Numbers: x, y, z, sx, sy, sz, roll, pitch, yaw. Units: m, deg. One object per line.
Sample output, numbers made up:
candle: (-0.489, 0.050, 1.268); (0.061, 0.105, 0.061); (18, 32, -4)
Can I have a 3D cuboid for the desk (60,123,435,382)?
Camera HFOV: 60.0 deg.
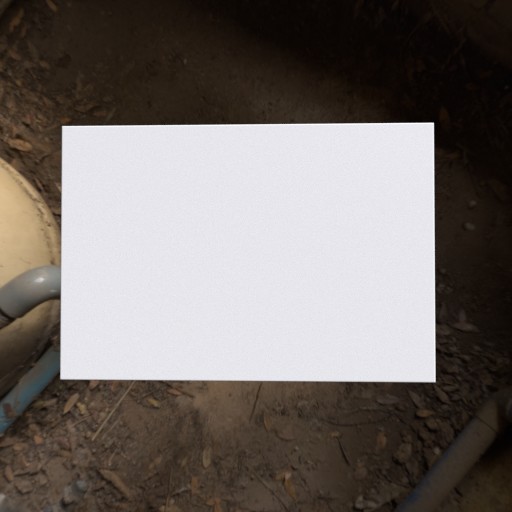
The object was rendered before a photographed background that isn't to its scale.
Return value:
desk: (0.000, 0.000, 1.061); (0.600, 0.730, 0.404); (0, 89, 2)
